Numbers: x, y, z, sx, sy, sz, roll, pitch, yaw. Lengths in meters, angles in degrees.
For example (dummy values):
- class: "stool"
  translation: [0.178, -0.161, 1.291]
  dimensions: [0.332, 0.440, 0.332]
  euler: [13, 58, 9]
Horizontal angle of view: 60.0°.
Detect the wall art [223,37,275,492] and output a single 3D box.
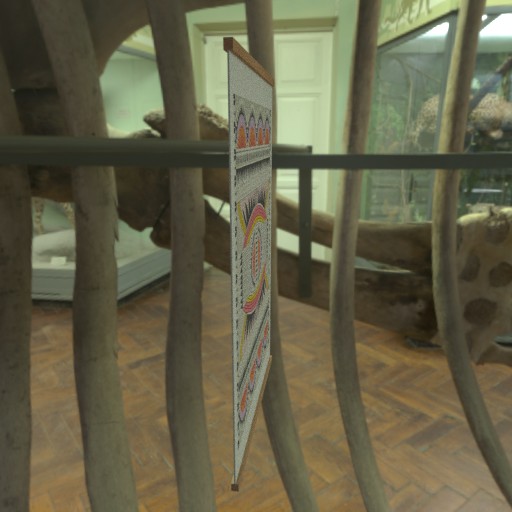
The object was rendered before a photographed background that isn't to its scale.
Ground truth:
- class: "wall art"
  translation: [0.000, 0.000, 1.912]
  dimensions: [0.028, 1.533, 0.999]
  euler: [2, 15, 9]
